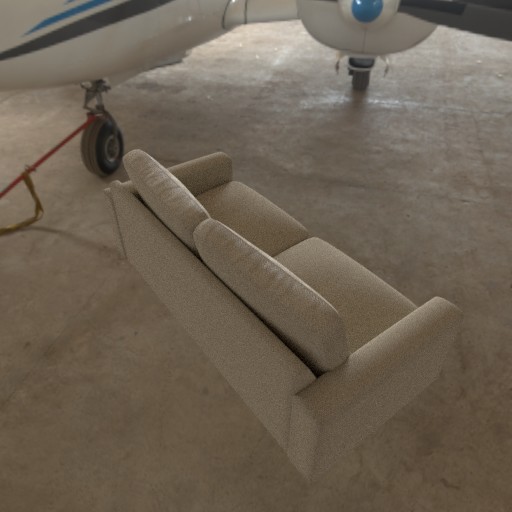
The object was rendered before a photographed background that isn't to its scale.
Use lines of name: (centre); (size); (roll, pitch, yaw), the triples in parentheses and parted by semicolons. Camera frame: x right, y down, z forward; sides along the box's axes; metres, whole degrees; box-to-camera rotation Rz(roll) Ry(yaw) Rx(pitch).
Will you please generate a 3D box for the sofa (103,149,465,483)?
sofa: (0.000, 0.000, 2.685); (1.016, 0.873, 2.179); (-26, 46, -28)
